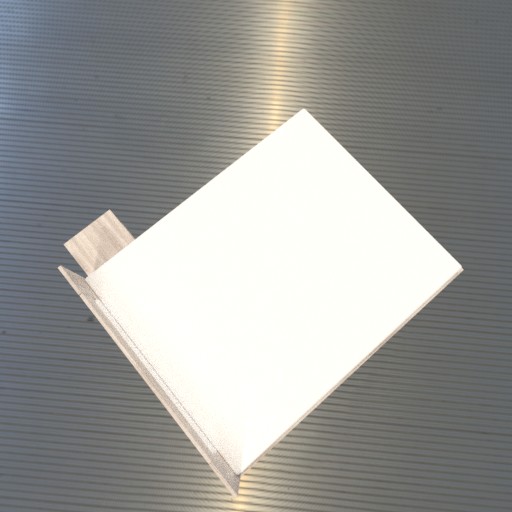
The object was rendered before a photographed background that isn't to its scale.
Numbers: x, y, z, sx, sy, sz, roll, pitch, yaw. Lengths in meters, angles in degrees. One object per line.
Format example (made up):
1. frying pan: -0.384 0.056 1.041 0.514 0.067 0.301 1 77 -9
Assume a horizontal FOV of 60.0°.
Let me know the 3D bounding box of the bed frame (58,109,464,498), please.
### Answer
1. bed frame: 0.000 0.000 3.130 2.050 0.860 2.040 -40 79 -9
